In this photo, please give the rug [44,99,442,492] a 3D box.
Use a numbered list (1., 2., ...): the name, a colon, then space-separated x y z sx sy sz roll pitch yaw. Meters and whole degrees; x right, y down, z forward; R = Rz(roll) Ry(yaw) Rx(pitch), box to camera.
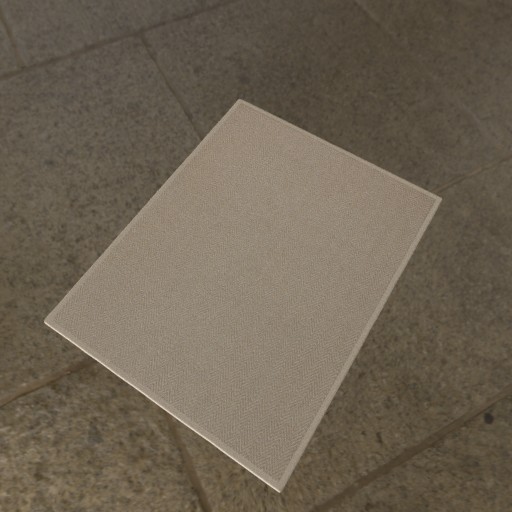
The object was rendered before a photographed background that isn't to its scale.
1. rug: 0.000 0.000 4.091 2.407 0.020 3.051 30 68 13
